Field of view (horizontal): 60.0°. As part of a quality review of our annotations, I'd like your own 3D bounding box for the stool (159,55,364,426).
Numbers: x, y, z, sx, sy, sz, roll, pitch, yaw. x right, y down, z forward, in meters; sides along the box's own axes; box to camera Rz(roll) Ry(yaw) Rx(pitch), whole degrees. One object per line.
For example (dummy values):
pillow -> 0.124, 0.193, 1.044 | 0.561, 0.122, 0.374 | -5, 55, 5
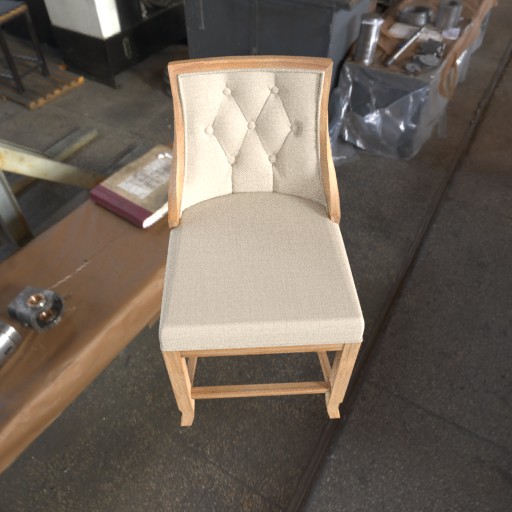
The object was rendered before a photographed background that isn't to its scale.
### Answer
stool -> 0.000, 0.000, 1.332 | 0.524, 0.938, 0.626 | -2, 47, -2
